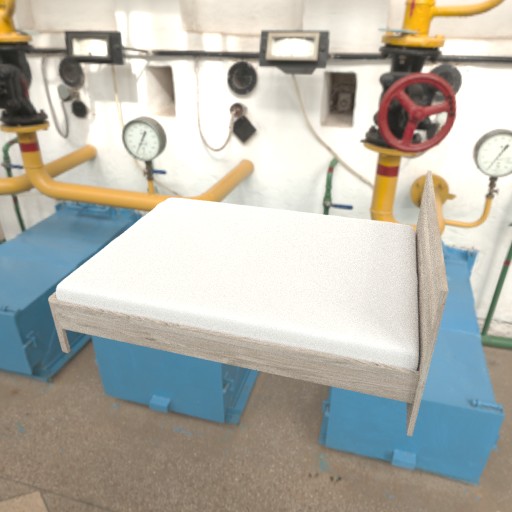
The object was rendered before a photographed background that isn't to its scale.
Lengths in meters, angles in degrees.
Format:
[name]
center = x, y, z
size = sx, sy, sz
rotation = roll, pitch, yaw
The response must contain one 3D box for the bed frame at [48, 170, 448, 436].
[bed frame]
center = 0.000, 0.000, 2.719
size = 1.950, 0.800, 1.490
rotation = 8, 30, 15
